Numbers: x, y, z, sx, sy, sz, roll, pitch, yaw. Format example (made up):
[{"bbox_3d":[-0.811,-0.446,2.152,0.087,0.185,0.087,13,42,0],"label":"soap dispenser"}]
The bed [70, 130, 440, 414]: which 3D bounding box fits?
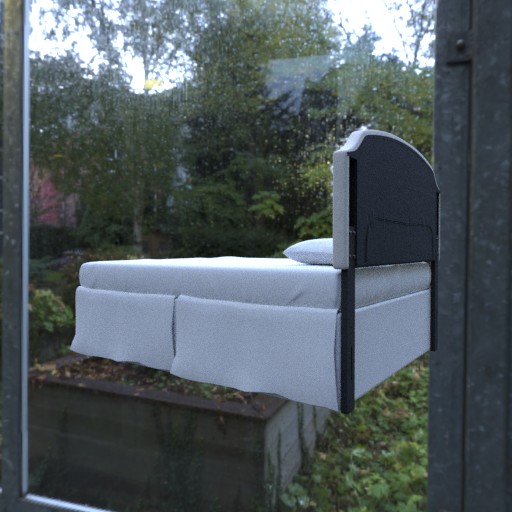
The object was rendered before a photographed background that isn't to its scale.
[{"bbox_3d":[0.000,0.000,2.984,1.999,1.270,1.558,1,1,36],"label":"bed"}]
